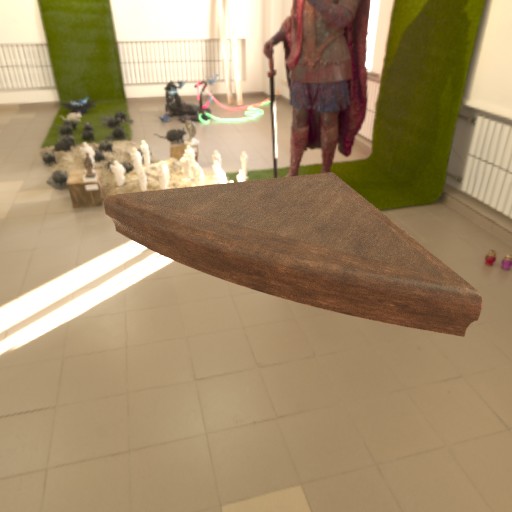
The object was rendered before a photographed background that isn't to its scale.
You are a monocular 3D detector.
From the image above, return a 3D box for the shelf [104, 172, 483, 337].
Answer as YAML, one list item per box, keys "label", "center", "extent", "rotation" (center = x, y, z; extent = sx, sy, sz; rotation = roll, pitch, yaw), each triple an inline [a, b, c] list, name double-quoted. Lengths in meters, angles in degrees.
- label: "shelf"
  center: [0.000, 0.000, 0.470]
  extent: [0.310, 0.050, 0.310]
  rotation: [-8, 31, -13]
